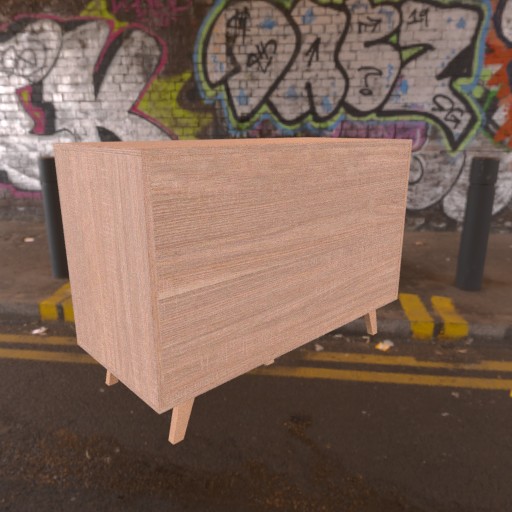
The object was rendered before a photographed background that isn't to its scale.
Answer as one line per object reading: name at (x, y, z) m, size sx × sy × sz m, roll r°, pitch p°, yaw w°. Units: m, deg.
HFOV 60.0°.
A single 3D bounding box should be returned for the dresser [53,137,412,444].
dresser at (0.000, 0.000, 1.553) m, size 1.110 × 0.780 × 0.500 m, roll -15°, pitch 22°, yaw -41°
